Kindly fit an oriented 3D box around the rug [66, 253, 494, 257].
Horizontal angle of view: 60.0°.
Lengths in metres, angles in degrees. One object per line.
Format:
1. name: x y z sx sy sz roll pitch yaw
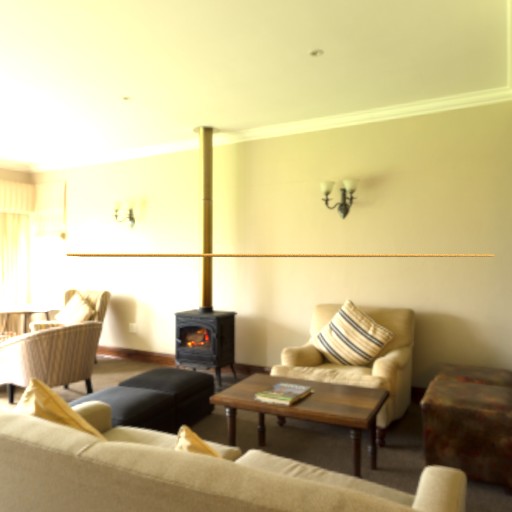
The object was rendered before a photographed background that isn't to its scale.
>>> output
1. rug: 0.000 0.000 3.900 2.945 0.014 2.353 0 0 -20
